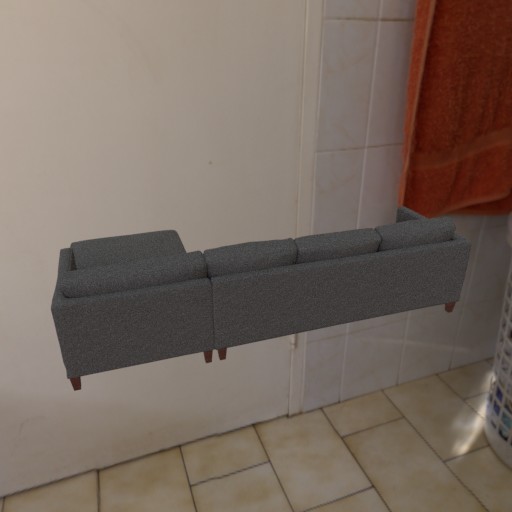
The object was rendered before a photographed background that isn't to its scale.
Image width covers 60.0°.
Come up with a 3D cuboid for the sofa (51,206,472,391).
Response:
[{"bbox_3d":[0.000,0.000,3.941,3.186,0.846,1.625,-8,27,-16],"label":"sofa"}]
